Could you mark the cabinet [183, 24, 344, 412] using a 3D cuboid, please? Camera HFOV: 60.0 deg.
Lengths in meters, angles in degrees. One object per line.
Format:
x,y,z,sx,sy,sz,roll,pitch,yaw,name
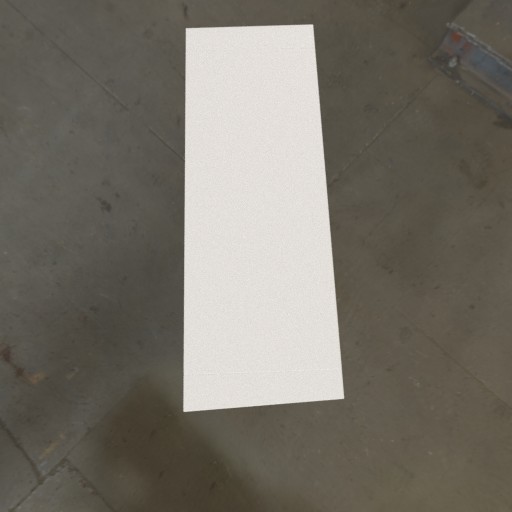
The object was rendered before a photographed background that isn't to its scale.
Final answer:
0.000,0.000,1.636,0.348,1.150,0.990,-2,75,-1,cabinet
